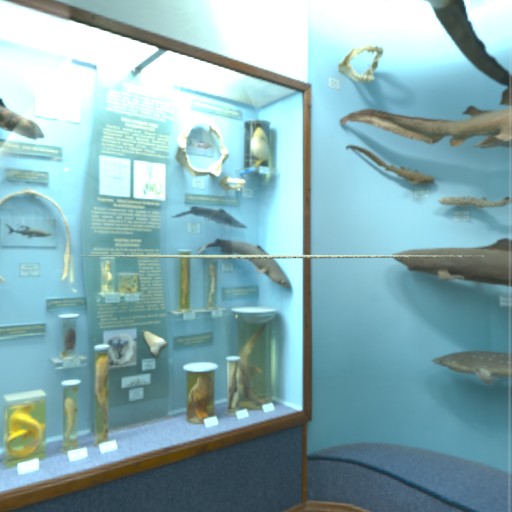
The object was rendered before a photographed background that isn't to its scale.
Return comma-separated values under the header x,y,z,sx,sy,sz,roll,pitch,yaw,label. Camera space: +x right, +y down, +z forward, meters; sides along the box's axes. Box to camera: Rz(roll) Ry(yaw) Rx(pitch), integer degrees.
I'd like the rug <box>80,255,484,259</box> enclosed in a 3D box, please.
x,y,z,sx,sy,sz,roll,pitch,yaw,label
0.000,0.000,4.151,2.444,0.013,3.043,0,0,-35,rug
